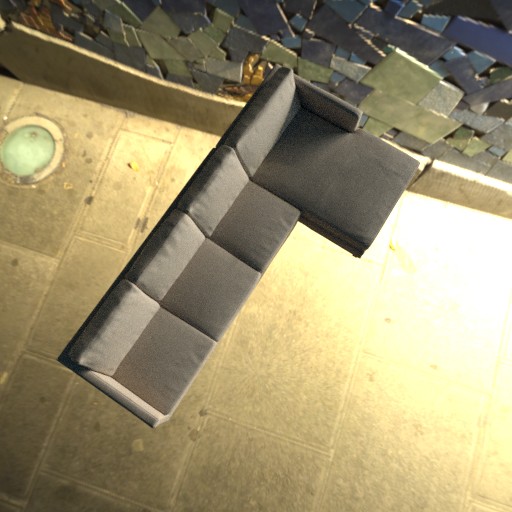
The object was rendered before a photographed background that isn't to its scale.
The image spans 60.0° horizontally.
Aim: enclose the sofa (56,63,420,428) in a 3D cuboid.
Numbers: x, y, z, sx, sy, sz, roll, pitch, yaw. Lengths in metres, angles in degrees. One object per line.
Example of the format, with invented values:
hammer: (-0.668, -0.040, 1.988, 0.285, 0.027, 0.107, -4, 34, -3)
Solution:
sofa: (0.000, 0.000, 3.864, 1.625, 0.846, 3.186, 32, 78, 8)
